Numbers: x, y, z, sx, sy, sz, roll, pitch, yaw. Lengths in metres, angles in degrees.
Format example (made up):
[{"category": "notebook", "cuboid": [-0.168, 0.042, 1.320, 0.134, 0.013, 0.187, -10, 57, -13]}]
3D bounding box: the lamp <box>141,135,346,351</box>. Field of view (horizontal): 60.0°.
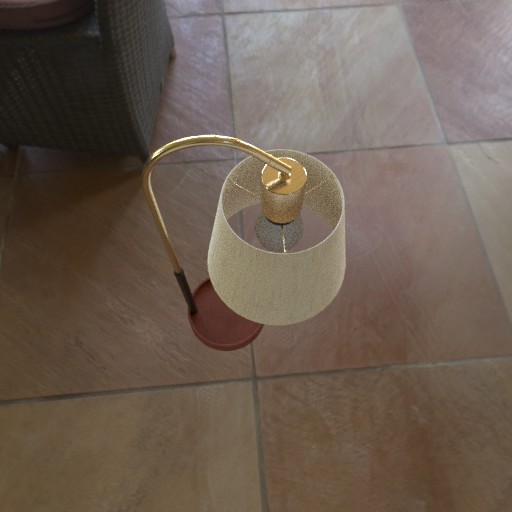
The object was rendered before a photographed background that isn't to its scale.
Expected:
[{"category": "lamp", "cuboid": [0.000, 0.000, 0.667, 0.273, 0.536, 0.211, -2, 65, -1]}]
